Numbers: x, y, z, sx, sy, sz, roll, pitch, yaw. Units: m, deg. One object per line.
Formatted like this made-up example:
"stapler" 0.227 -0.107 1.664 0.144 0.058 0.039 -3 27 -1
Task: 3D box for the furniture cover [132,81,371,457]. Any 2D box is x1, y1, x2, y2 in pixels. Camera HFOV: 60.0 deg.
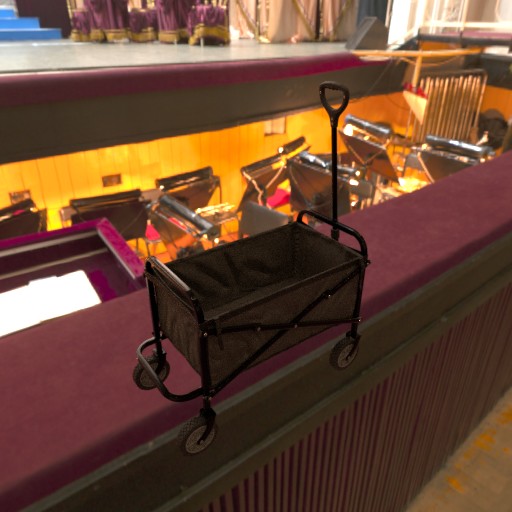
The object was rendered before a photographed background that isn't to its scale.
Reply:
"furniture cover" 0.000 0.000 1.829 1.038 1.295 0.532 -19 34 -31
